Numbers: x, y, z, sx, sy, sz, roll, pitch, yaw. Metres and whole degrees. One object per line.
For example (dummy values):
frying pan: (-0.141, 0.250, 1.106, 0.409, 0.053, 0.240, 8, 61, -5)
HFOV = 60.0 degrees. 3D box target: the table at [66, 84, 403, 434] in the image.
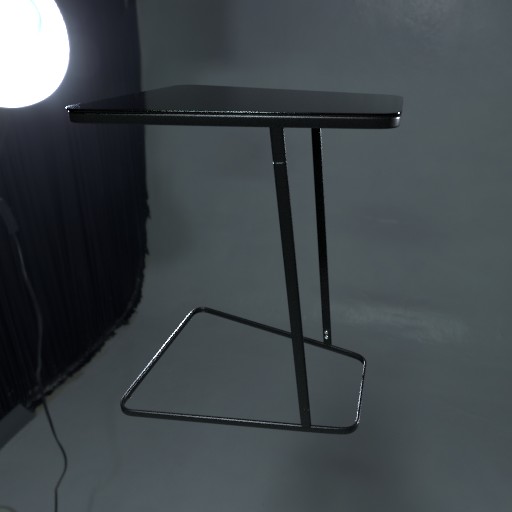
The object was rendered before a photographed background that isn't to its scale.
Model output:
table: (0.000, 0.000, 0.923, 0.500, 0.624, 0.427, 8, 27, 15)
